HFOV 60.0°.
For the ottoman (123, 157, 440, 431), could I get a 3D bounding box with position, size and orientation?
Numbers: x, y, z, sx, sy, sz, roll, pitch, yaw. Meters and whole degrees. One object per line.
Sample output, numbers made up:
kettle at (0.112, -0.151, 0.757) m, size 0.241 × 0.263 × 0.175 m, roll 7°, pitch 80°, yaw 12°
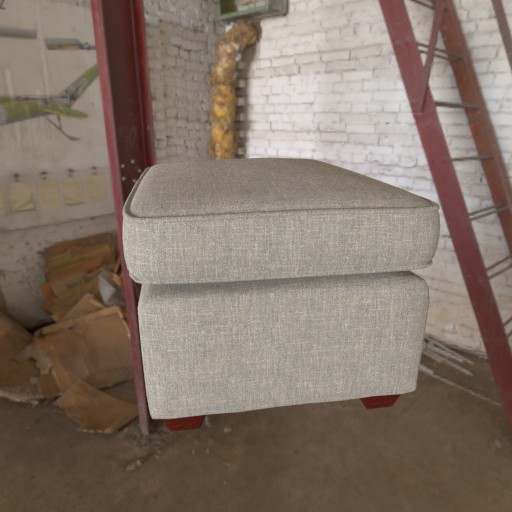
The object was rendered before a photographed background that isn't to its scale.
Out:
ottoman at (0.000, 0.000, 1.111) m, size 0.559 × 0.457 × 0.762 m, roll -3°, pitch 18°, yaw -9°
